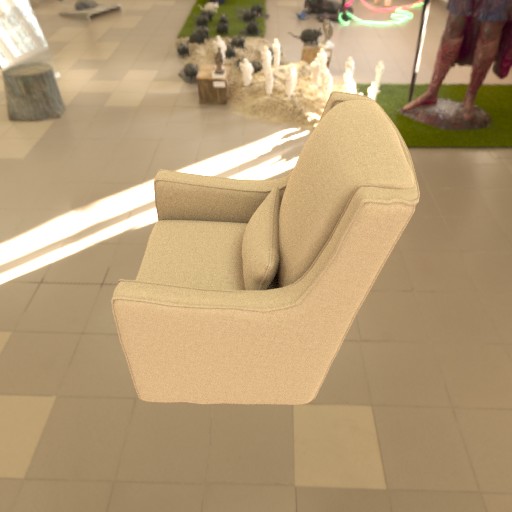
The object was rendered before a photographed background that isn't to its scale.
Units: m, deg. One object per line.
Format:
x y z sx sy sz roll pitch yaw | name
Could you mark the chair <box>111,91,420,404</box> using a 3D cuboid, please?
0.000 0.000 1.616 0.879 0.993 0.732 1 41 1 | chair
